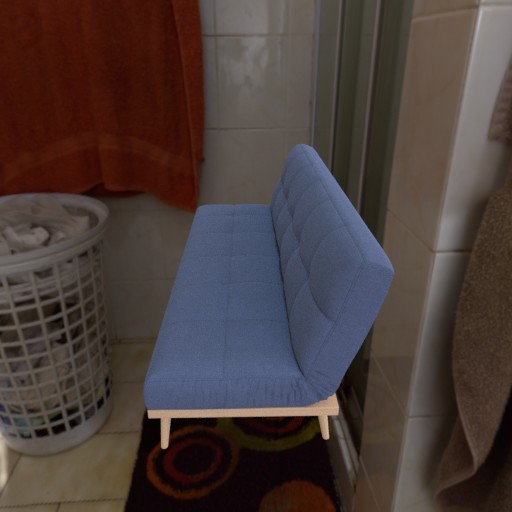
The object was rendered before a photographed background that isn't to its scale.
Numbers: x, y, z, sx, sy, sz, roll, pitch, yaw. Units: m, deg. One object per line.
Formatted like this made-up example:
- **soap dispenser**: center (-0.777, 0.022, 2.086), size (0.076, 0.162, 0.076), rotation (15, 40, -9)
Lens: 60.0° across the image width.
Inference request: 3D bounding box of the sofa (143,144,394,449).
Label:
- **sofa**: center (0.000, 0.000, 2.248), size (0.796, 0.800, 1.800), rotation (-1, 25, -1)
